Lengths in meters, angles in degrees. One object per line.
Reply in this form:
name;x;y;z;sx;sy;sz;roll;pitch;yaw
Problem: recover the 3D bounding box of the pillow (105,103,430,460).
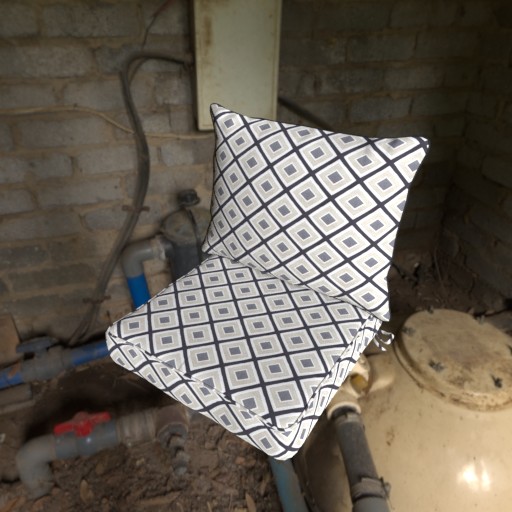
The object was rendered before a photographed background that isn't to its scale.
pillow;0.000;0.000;1.363;0.798;0.722;0.733;20;37;28
